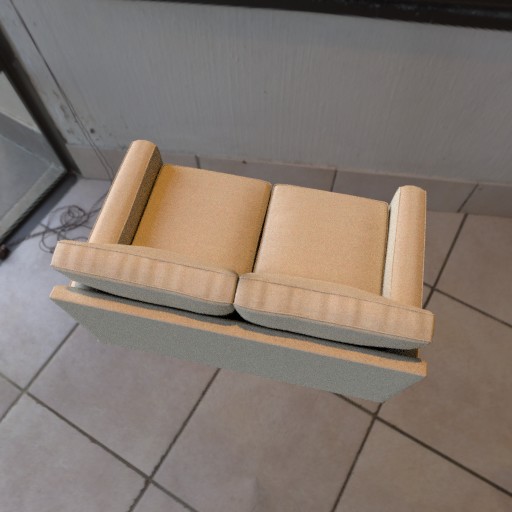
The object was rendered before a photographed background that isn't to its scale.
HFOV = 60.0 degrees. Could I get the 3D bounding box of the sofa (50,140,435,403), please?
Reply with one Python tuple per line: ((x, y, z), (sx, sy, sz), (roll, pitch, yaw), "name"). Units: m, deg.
((0.000, 0.000, 2.094), (1.484, 0.853, 0.942), (11, 64, 5), "sofa")
